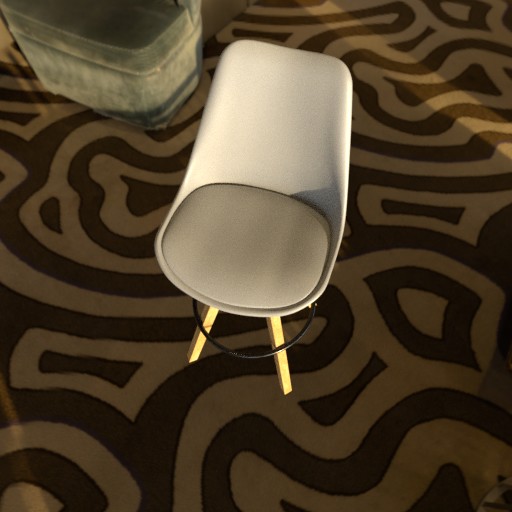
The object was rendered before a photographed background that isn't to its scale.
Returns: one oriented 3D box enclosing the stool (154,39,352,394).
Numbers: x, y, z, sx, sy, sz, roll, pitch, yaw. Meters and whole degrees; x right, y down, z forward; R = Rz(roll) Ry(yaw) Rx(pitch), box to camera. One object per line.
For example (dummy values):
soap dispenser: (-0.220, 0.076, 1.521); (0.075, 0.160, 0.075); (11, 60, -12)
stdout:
stool: (0.000, 0.000, 1.408); (0.485, 1.115, 0.550); (16, 59, 10)
